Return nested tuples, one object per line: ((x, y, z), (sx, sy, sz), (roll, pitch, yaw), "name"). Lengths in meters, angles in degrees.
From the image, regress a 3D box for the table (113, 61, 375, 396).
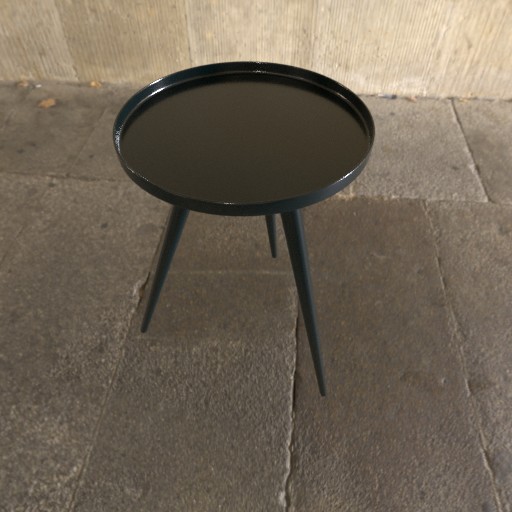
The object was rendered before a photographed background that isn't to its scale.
((0.000, 0.000, 0.825), (0.403, 0.548, 0.415), (-31, 55, -25), "table")
